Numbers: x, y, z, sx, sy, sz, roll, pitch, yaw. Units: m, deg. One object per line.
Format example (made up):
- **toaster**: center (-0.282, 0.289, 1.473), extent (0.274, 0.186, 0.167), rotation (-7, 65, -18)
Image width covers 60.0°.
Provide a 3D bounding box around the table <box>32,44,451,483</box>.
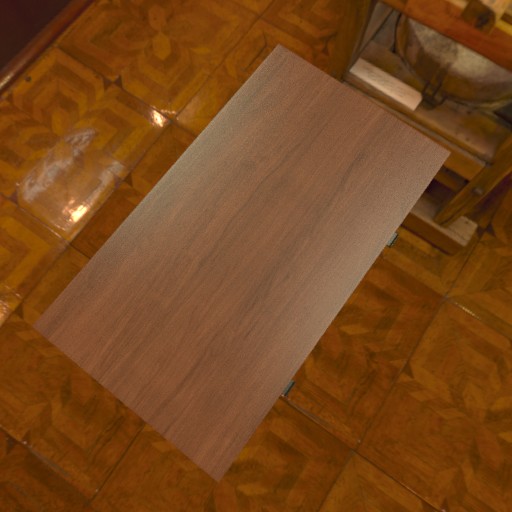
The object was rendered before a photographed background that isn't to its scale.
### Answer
- **table**: center (0.000, 0.000, 1.322), extent (0.600, 0.380, 1.020), rotation (36, 78, 9)
